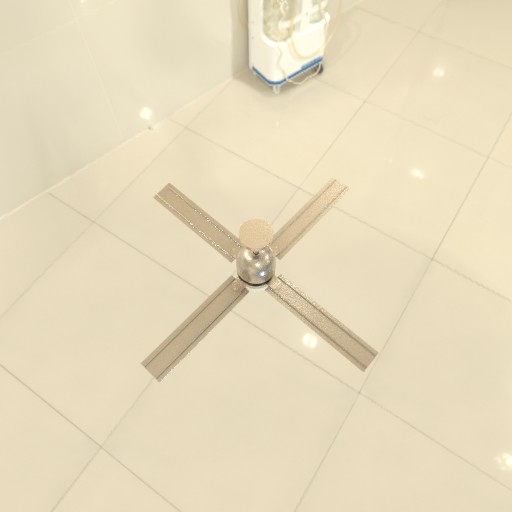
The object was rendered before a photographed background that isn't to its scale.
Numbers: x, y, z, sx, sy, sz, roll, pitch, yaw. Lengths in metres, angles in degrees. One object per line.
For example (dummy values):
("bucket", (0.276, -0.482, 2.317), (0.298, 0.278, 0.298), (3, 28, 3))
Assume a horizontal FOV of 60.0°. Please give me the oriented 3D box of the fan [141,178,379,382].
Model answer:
("fan", (0.000, 0.000, 2.007), (1.346, 0.406, 1.346), (38, 69, 17))
